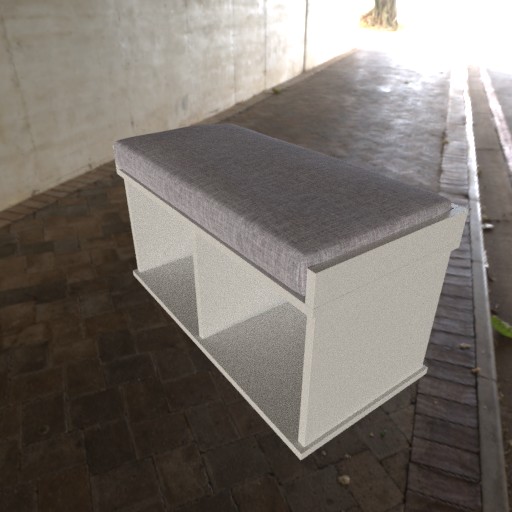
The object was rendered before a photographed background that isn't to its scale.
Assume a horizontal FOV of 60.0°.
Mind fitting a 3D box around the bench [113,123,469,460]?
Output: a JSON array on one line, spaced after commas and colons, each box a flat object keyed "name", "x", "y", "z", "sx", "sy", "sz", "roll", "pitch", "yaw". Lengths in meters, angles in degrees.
[{"name": "bench", "x": 0.000, "y": 0.000, "z": 1.019, "sx": 0.362, "sy": 0.461, "sz": 0.734, "roll": -20, "pitch": 35, "yaw": -31}]
